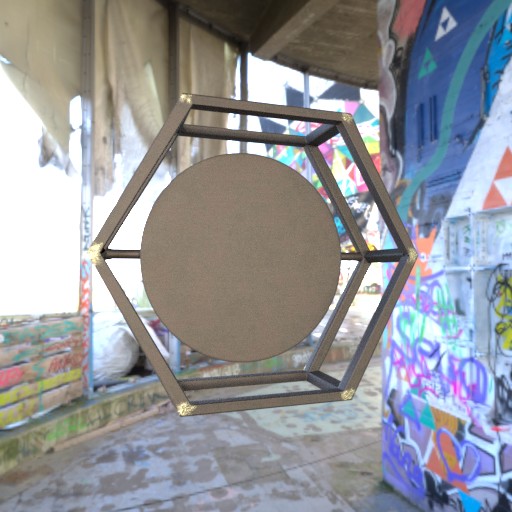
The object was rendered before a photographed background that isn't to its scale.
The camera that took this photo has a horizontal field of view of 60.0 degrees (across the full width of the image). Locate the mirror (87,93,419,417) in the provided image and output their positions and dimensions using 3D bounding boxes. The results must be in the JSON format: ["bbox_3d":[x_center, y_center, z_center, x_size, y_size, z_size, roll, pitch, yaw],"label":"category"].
[{"bbox_3d":[0.000,0.000,0.541,0.380,0.334,0.119,1,-2,-18],"label":"mirror"}]
